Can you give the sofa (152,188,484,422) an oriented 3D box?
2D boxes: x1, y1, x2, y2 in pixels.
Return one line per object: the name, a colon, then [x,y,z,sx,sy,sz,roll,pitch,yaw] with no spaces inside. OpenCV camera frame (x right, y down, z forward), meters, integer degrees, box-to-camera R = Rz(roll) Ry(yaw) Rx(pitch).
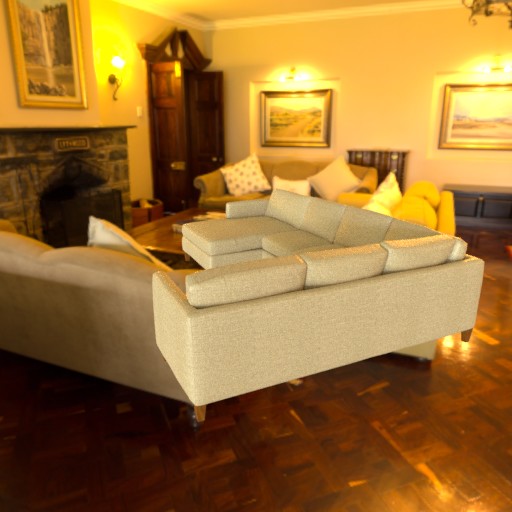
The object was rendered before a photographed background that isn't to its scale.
sofa: [0.000,0.000,4.661,2.594,0.961,3.460,-8,19,-25]
